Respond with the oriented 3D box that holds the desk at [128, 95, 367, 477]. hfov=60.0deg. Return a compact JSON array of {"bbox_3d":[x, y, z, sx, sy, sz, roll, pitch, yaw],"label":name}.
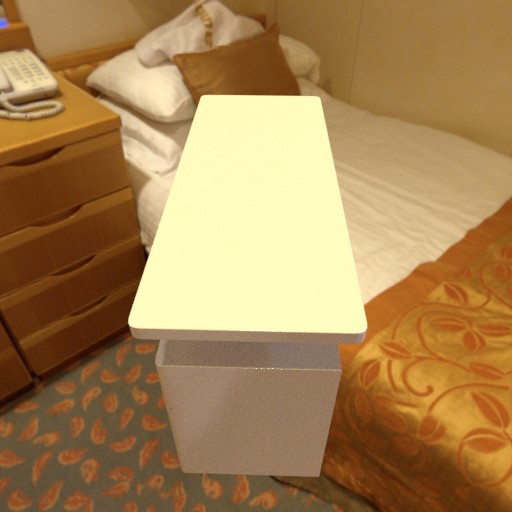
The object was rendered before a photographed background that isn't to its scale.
[{"bbox_3d":[0.000,0.000,1.775,0.550,0.762,1.400,1,41,1],"label":"desk"}]
